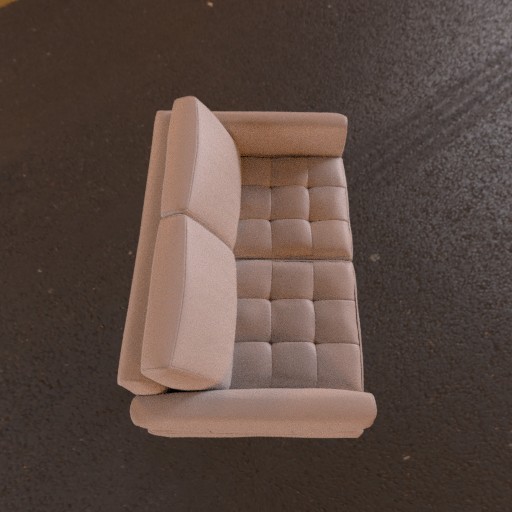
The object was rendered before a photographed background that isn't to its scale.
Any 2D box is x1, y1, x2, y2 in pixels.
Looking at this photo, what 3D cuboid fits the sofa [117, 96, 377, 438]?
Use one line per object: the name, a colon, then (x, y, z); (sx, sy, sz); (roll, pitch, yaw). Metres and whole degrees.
sofa: (0.000, 0.000, 2.422); (1.121, 0.930, 1.819); (1, 64, 0)
